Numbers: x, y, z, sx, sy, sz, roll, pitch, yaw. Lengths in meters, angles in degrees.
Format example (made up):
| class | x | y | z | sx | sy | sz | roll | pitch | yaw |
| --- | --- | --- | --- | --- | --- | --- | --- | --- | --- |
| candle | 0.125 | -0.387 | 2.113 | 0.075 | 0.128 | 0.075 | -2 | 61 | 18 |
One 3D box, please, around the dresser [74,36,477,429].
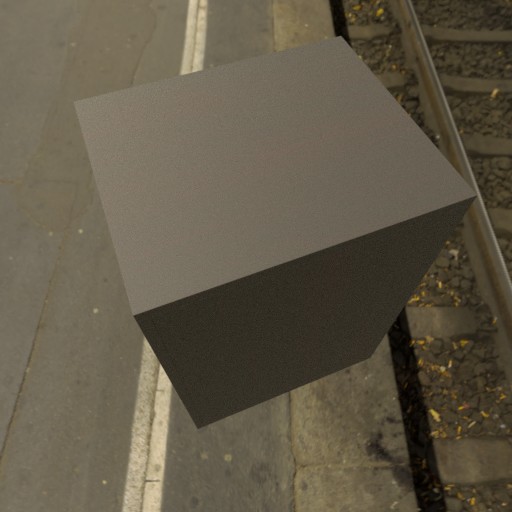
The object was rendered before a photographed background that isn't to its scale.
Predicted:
| class | x | y | z | sx | sy | sz | roll | pitch | yaw |
| --- | --- | --- | --- | --- | --- | --- | --- | --- | --- |
| dresser | 0.000 | 0.000 | 0.792 | 0.400 | 0.560 | 0.360 | -19 | 60 | -11 |
